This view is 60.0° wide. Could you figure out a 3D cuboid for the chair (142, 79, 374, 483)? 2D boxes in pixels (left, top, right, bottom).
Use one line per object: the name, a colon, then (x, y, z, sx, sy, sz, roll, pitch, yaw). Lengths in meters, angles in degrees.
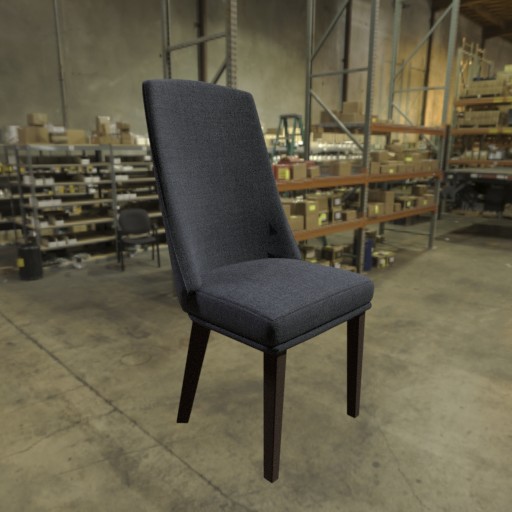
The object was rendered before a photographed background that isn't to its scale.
chair: (0.000, 0.000, 1.342, 0.577, 1.050, 0.510, 13, 19, 43)
